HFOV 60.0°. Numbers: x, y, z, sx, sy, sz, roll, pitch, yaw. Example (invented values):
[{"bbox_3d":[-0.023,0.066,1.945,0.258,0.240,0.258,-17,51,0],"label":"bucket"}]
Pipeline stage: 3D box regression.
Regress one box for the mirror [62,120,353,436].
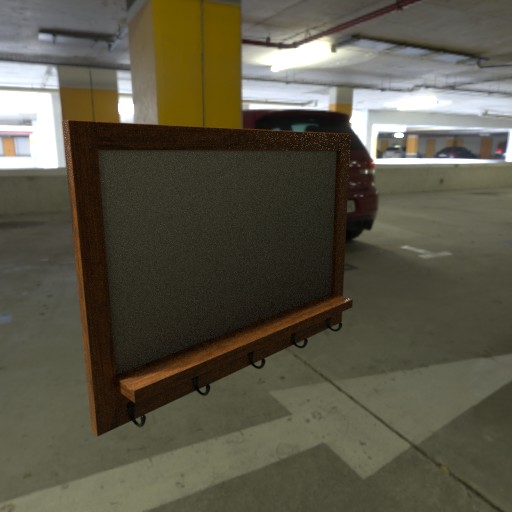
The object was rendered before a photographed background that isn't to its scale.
[{"bbox_3d":[0.000,0.000,0.970,0.084,0.537,0.758,13,18,43],"label":"mirror"}]
